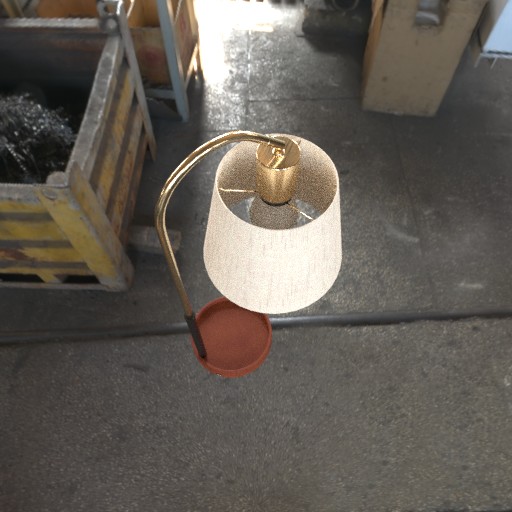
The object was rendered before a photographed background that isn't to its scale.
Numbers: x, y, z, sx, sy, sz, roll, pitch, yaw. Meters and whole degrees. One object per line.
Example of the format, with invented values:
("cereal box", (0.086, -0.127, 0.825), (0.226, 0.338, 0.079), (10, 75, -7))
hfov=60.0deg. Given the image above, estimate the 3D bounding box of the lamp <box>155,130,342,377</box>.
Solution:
("lamp", (0.000, 0.000, 0.658), (0.273, 0.536, 0.211), (-32, 66, -17))
